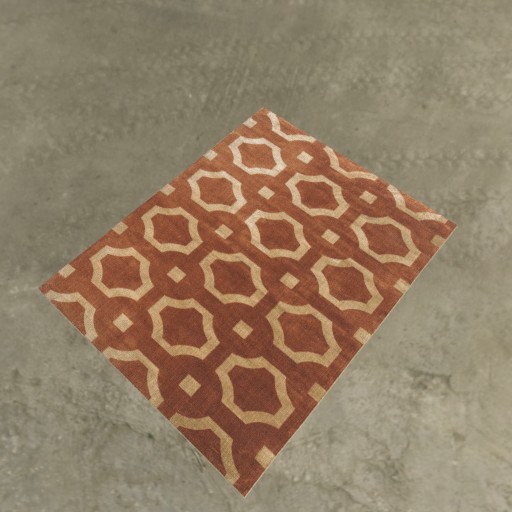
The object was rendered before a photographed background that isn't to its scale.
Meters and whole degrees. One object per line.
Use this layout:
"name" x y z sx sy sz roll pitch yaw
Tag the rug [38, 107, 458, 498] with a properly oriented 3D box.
"rug" 0.000 0.000 4.075 2.466 0.021 3.049 37 67 19
